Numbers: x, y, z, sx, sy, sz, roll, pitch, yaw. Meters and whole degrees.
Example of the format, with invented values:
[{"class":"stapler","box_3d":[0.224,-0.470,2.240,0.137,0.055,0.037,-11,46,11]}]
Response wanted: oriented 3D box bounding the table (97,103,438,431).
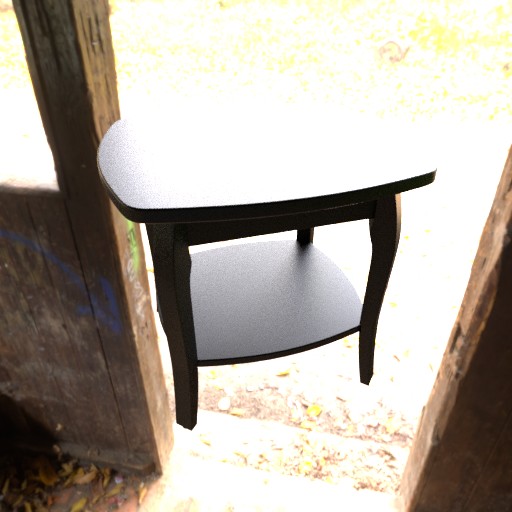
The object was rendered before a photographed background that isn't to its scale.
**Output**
[{"class":"table","box_3d":[0.000,0.000,0.862,0.508,0.457,0.457,-9,34,-14]}]
